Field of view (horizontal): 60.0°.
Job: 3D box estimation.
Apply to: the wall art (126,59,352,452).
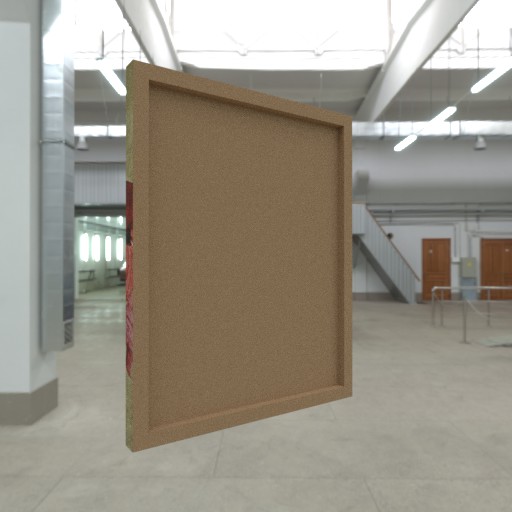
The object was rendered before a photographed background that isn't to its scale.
[{"bbox_3d":[0.000,0.000,0.698,0.406,0.508,0.028,0,0,-35],"label":"wall art"}]
